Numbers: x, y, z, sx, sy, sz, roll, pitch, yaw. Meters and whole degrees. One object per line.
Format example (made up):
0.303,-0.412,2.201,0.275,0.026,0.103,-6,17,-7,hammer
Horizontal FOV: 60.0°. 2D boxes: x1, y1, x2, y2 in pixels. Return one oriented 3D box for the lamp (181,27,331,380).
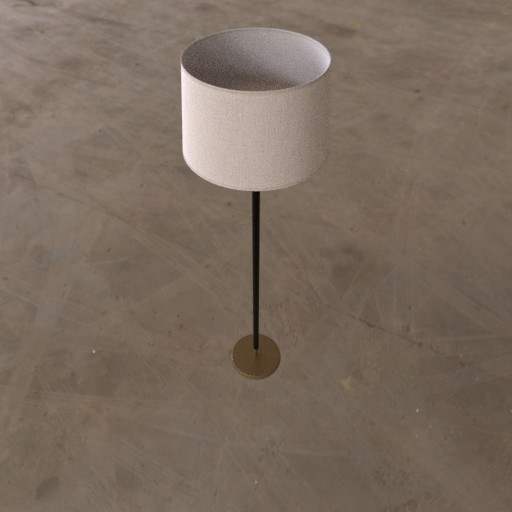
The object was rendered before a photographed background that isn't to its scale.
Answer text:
0.000,0.000,1.621,0.420,1.447,0.420,0,47,0,lamp
